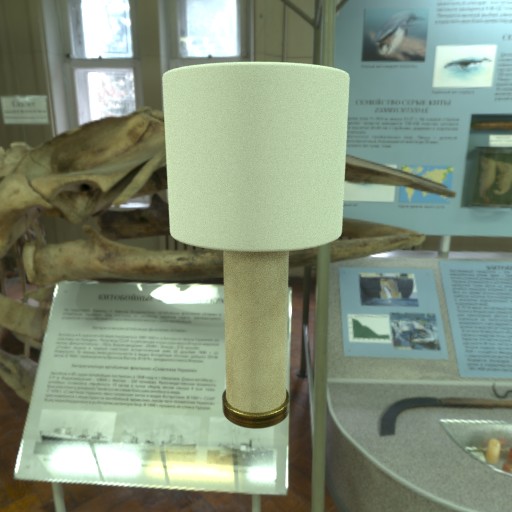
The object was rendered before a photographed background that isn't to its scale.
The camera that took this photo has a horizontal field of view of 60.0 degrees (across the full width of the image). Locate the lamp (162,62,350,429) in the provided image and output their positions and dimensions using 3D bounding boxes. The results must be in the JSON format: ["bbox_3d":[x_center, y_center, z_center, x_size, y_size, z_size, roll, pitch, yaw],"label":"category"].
[{"bbox_3d":[0.000,0.000,0.814,0.305,0.634,0.305,-8,17,-26],"label":"lamp"}]
